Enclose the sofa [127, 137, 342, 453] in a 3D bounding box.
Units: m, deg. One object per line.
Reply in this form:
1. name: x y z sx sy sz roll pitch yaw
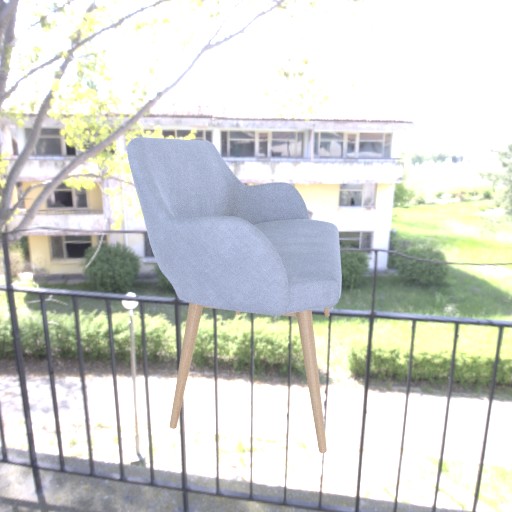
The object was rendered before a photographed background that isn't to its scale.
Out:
1. sofa: 0.000 0.000 1.644 0.610 0.840 1.150 2 14 9
